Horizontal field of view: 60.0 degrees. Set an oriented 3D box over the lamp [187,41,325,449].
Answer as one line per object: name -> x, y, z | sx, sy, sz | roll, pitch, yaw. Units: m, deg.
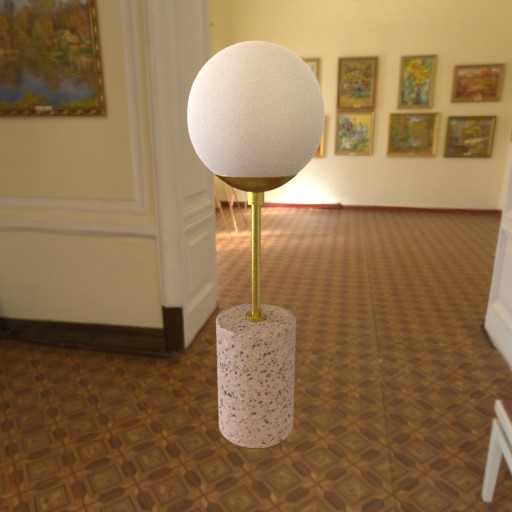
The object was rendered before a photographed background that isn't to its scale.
lamp -> 0.000, 0.000, 0.544 | 0.153, 0.480, 0.153 | 0, 16, 0
